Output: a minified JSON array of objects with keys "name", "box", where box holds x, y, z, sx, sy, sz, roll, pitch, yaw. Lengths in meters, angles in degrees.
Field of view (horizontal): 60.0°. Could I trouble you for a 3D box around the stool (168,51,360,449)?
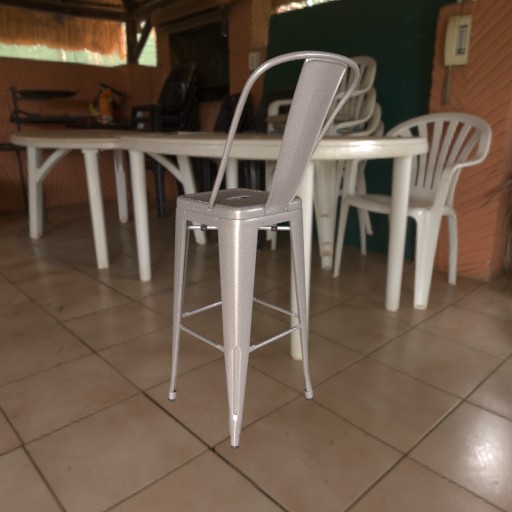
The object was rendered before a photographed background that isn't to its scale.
[{"name":"stool","box":[0.000,0.000,1.362,0.399,1.096,0.513,-15,22,-42]}]
